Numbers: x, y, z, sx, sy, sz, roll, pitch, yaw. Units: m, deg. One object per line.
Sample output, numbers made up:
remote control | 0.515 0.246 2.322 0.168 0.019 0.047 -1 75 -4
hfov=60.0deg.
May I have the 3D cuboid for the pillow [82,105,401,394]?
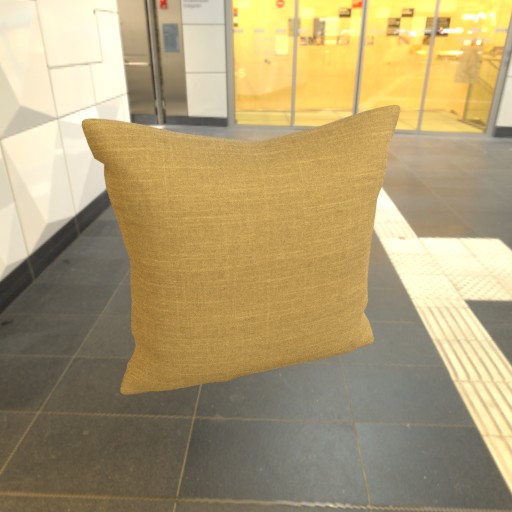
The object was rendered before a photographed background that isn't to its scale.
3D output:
pillow | 0.000 0.000 0.635 0.424 0.400 0.169 -8 27 -16
